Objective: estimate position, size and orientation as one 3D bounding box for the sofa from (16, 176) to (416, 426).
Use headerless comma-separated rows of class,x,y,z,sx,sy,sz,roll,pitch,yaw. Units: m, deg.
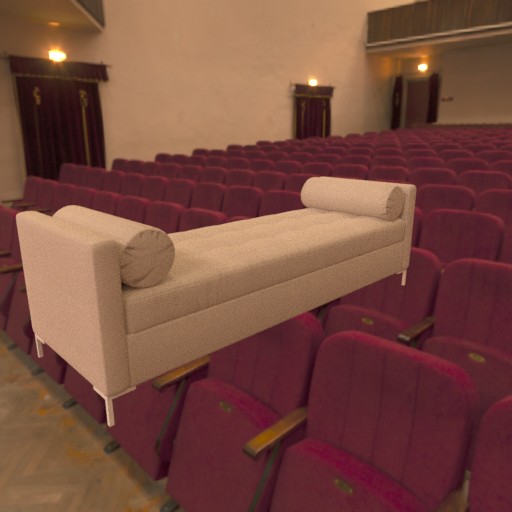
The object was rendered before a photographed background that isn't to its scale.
sofa,0.000,0.000,2.246,1.981,0.635,0.686,-15,22,-42
